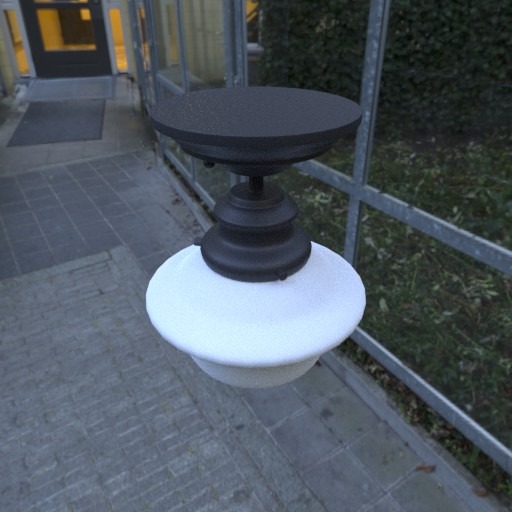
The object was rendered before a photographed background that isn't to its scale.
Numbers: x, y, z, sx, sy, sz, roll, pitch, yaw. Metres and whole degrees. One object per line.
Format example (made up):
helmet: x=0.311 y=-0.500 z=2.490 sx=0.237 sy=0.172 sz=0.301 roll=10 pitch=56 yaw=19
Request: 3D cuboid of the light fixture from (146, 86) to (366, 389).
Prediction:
light fixture: x=0.000 y=0.000 z=0.388 sx=0.197 sy=0.254 sz=0.197 roll=0 pitch=31 yaw=0
